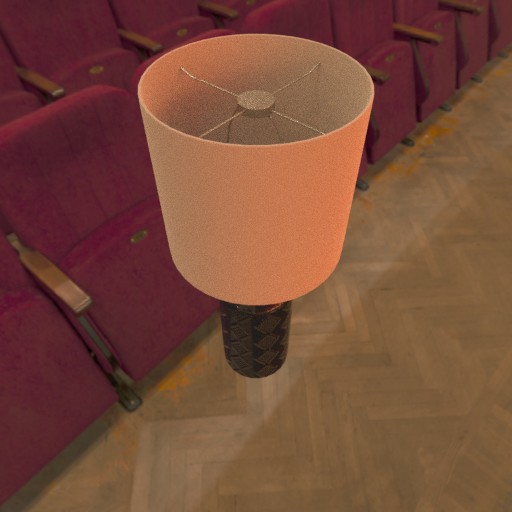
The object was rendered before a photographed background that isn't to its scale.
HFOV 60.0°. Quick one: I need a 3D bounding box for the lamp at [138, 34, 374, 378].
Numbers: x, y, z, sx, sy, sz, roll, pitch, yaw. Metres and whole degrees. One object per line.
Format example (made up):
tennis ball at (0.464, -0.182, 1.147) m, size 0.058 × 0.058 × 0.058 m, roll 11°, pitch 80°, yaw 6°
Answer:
lamp at (0.000, 0.000, 0.562) m, size 0.207 × 0.461 × 0.207 m, roll 32°, pitch 55°, yaw 26°
